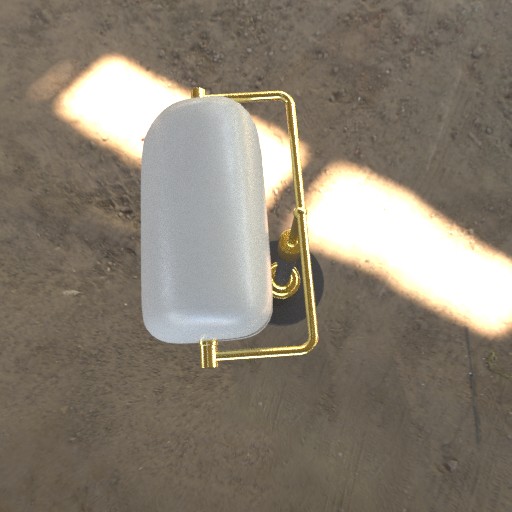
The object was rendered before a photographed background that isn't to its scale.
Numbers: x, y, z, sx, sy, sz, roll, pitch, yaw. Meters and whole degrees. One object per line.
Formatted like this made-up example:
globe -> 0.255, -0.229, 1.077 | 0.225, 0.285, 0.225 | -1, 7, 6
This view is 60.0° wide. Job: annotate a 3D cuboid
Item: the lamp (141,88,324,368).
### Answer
lamp -> 0.000, 0.000, 0.559 | 0.227, 0.404, 0.269 | -4, 76, -1
